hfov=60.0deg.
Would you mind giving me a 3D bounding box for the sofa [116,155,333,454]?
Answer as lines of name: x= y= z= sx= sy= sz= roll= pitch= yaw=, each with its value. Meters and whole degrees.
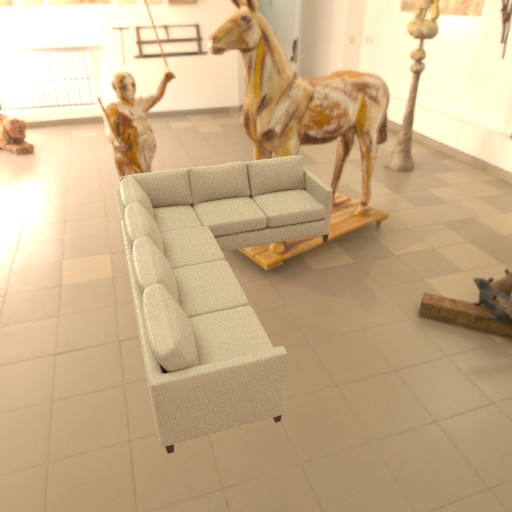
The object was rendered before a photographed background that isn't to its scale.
sofa: x=0.000 y=0.000 z=4.486 sx=2.522 sy=0.934 sz=3.333 roll=-10 pitch=33 yaw=-16
